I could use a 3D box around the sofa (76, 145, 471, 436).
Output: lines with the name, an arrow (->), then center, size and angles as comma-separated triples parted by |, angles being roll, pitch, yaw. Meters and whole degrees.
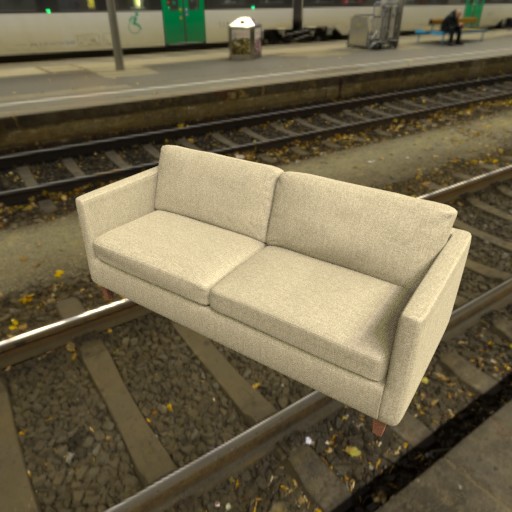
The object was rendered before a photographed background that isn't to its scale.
sofa -> 0.000, 0.000, 2.720 | 2.208, 0.960, 0.956 | 19, 35, 29
